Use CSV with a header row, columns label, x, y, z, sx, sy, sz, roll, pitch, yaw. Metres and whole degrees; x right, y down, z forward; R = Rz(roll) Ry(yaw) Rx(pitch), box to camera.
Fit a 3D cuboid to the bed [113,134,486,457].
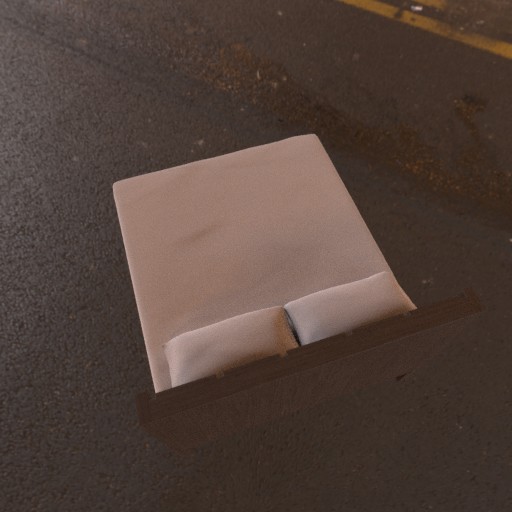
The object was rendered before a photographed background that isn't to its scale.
label,x,y,z,sx,sy,sz,roll,pitch,yaw
bed,0.000,0.000,3.064,1.735,1.261,1.992,-16,61,-9
